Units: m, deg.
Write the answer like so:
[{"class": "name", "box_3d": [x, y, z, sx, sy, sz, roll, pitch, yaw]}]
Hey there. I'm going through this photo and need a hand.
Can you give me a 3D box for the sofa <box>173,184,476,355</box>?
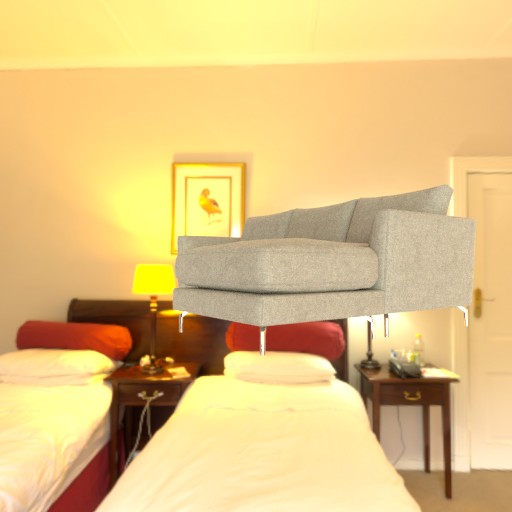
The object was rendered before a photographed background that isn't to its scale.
[{"class": "sofa", "box_3d": [0.000, 0.000, 3.180, 1.626, 0.864, 2.438, 1, -2, -35]}]
